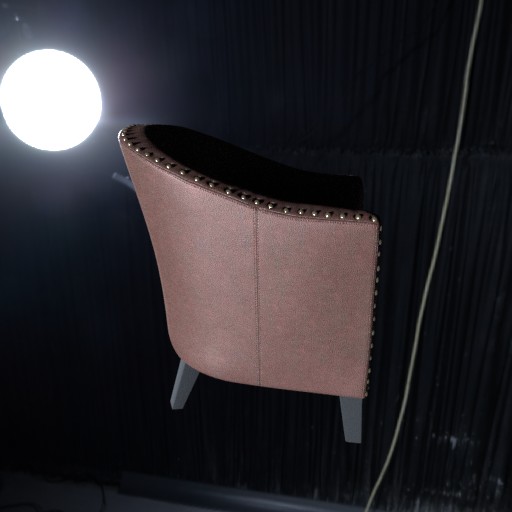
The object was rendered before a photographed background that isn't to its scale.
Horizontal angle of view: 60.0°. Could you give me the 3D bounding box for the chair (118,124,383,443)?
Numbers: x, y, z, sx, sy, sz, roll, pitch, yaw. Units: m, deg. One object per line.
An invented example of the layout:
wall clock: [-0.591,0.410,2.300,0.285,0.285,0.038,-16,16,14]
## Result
chair: [0.000,0.000,1.442,0.748,0.823,0.794,3,17,9]
